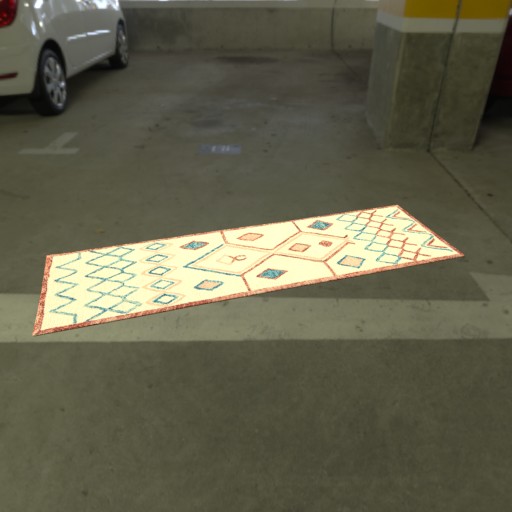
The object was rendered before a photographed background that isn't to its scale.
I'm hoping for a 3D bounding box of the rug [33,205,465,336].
[{"bbox_3d":[0.000,0.000,2.696,2.435,0.011,0.750,-9,33,-14],"label":"rug"}]
